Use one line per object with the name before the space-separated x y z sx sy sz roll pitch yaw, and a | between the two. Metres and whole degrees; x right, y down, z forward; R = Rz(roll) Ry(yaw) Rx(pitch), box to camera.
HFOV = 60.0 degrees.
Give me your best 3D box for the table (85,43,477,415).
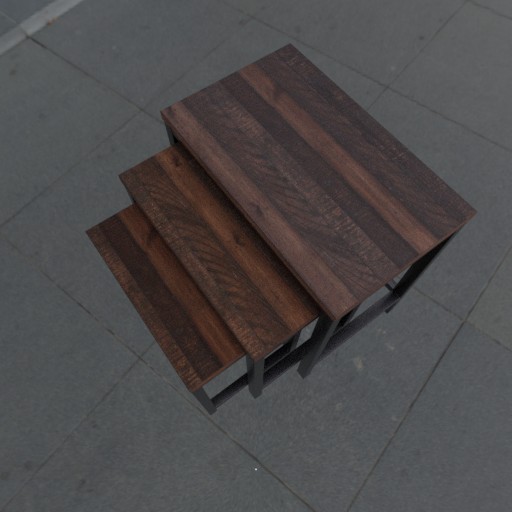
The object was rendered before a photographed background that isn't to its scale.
table | 0.000 0.000 1.188 0.660 0.616 0.608 -34 69 -15
